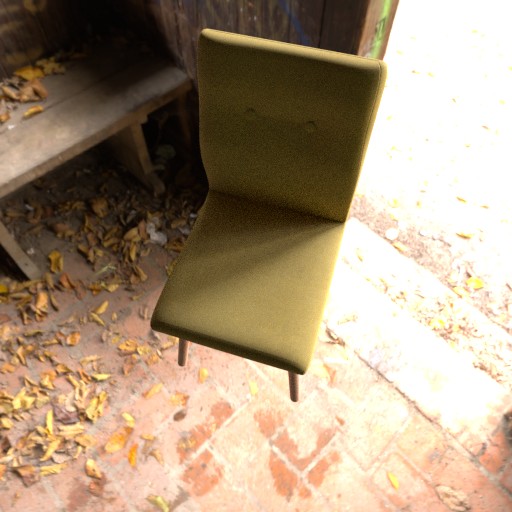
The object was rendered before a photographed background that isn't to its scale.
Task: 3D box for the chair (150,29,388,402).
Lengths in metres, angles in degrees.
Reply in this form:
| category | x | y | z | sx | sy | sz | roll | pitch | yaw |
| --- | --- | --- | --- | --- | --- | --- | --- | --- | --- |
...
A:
| category | x | y | z | sx | sy | sz | roll | pitch | yaw |
| --- | --- | --- | --- | --- | --- | --- | --- | --- | --- |
| chair | 0.000 | 0.000 | 1.264 | 0.450 | 0.965 | 0.550 | 15 | 59 | 9 |
